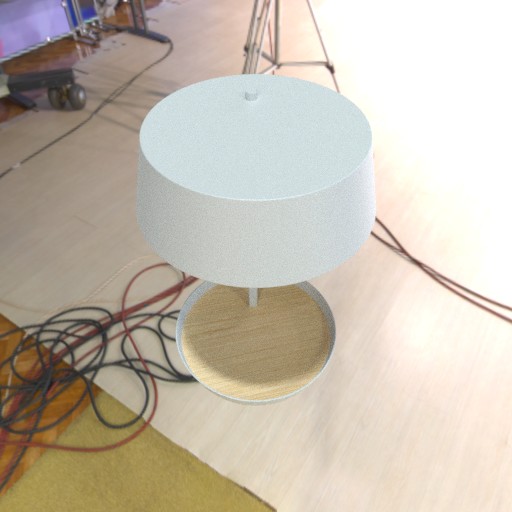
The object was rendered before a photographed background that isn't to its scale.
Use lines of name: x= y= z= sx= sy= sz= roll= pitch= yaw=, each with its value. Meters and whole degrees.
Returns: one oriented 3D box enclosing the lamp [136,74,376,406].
lamp: x=0.000 y=0.000 z=0.626 sx=0.291 sy=0.429 sz=0.291 roll=0 pitch=47 yaw=0
